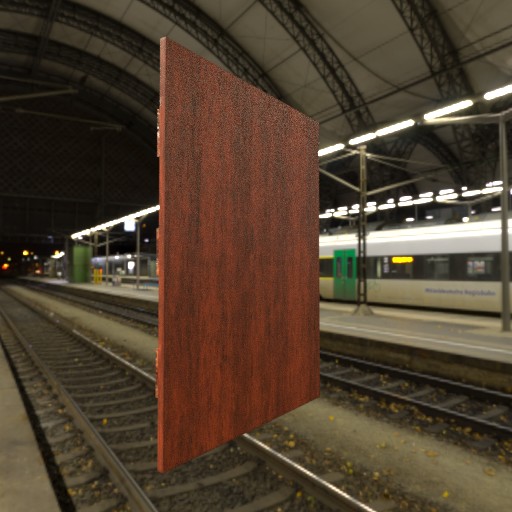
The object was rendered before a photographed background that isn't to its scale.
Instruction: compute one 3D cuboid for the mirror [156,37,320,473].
[{"bbox_3d":[0.000,0.000,1.063,0.021,0.805,0.600,-1,-2,36],"label":"mirror"}]
